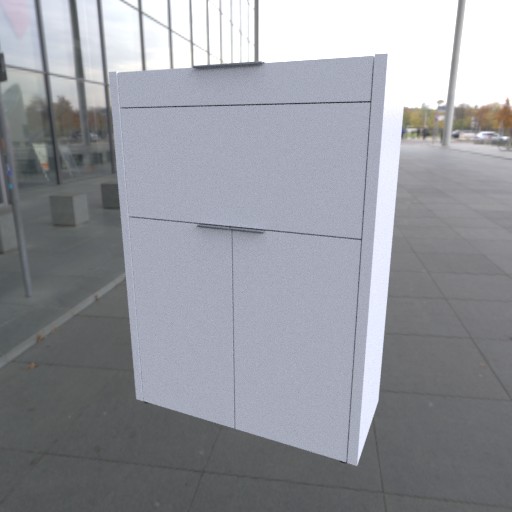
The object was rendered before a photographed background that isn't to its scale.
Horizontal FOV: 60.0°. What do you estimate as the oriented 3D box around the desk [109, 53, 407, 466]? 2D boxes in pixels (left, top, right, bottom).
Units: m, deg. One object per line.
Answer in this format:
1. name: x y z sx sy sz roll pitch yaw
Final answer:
1. desk: 0.000 0.000 1.537 0.850 1.190 0.390 7 17 24
